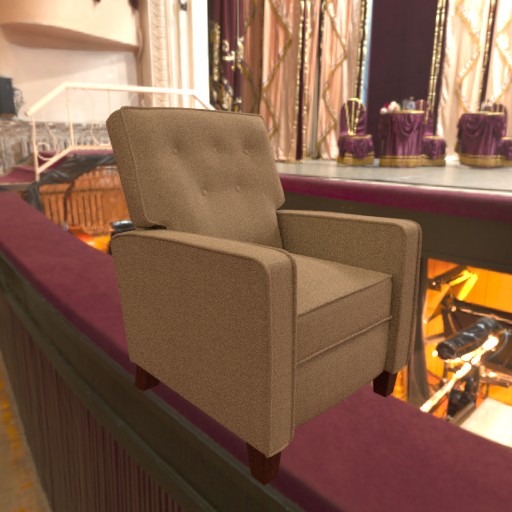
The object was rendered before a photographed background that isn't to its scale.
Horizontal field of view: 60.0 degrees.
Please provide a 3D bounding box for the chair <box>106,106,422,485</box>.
[{"bbox_3d":[0.000,0.000,1.363,0.648,0.888,0.754,-13,19,-42],"label":"chair"}]
